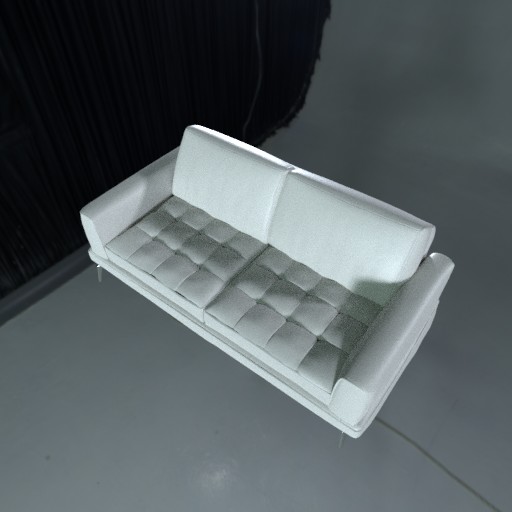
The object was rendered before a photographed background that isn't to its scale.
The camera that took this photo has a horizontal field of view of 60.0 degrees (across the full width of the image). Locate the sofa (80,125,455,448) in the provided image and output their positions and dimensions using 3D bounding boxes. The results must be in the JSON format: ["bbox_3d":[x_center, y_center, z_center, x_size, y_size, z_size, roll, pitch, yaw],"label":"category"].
[{"bbox_3d":[0.000,0.000,2.823,2.177,0.930,1.121,29,53,25],"label":"sofa"}]
